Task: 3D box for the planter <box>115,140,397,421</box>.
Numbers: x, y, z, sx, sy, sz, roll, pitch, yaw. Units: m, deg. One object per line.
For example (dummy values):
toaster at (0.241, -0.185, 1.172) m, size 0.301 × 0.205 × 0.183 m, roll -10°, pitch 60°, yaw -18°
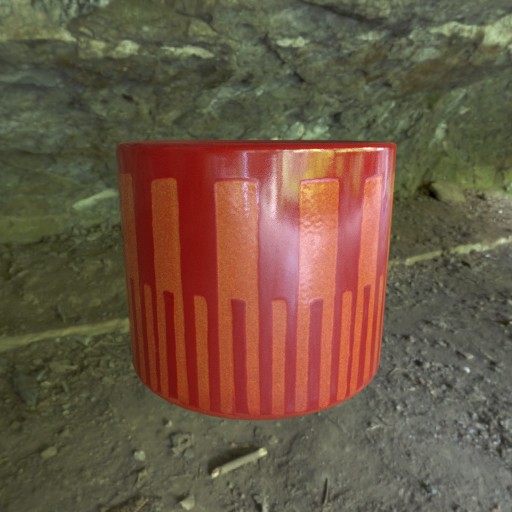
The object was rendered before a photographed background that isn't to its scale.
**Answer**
planter at (0.000, 0.000, 0.403) m, size 0.230 × 0.202 × 0.230 m, roll 0°, pitch 15°, yaw 0°
